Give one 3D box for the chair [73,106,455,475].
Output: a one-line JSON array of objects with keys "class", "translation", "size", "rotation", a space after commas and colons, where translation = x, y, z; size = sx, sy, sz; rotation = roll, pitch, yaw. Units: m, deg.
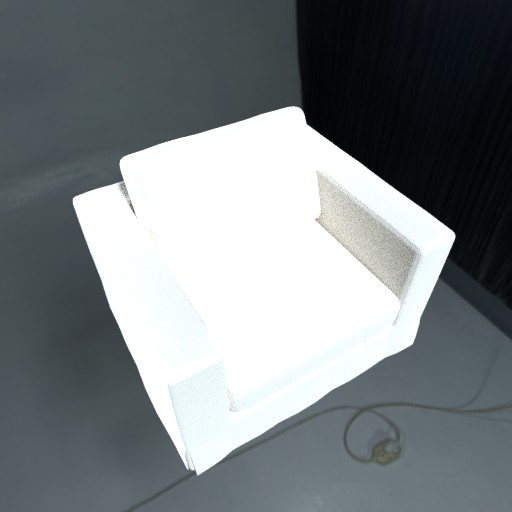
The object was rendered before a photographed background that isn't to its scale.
[{"class": "chair", "translation": [0.000, 0.000, 1.785], "size": [1.150, 0.878, 0.957], "rotation": [-23, 50, -21]}]
